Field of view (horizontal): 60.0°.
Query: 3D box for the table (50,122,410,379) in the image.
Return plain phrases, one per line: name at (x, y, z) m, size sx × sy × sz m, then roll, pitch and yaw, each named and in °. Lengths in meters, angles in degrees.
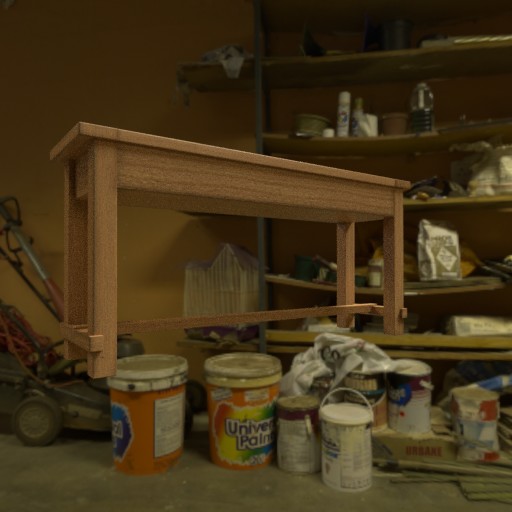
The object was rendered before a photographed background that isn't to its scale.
table at (0.000, 0.000, 1.936) m, size 1.599 × 0.762 × 0.442 m, roll 1°, pitch -2°, yaw -36°
